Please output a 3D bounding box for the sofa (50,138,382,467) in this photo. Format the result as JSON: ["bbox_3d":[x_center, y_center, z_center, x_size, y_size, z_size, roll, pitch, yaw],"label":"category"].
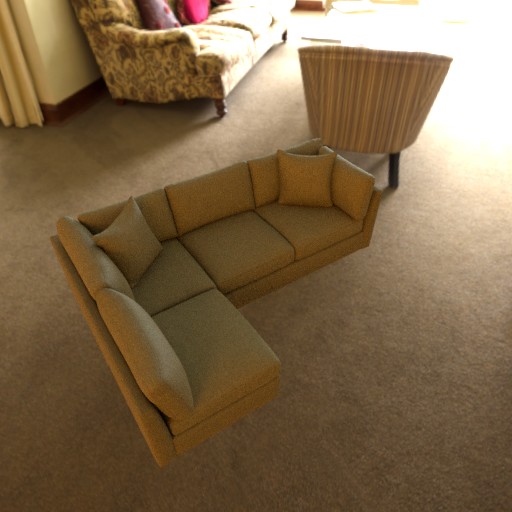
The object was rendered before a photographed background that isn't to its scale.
[{"bbox_3d":[0.000,0.000,3.855,2.896,0.978,1.994,-23,46,-25],"label":"sofa"}]
